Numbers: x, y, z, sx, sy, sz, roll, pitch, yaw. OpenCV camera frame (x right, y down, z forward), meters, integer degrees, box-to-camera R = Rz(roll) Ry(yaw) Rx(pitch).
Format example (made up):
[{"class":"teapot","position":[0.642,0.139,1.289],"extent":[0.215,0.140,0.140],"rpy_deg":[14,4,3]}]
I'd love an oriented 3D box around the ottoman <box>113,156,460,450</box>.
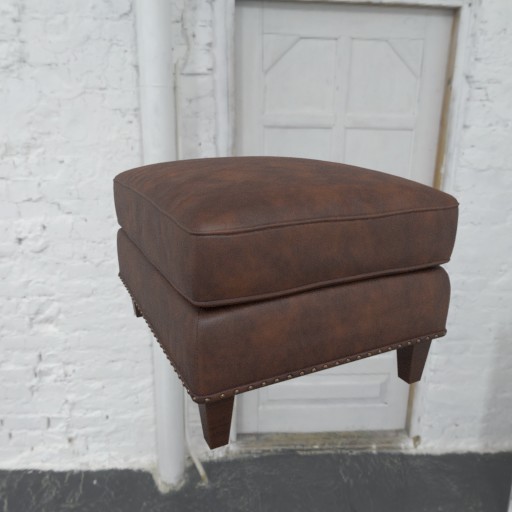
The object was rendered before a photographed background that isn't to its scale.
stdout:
[{"class":"ottoman","position":[0.000,0.000,1.128],"extent":[0.586,0.486,0.742],"rpy_deg":[-8,19,-25]}]
